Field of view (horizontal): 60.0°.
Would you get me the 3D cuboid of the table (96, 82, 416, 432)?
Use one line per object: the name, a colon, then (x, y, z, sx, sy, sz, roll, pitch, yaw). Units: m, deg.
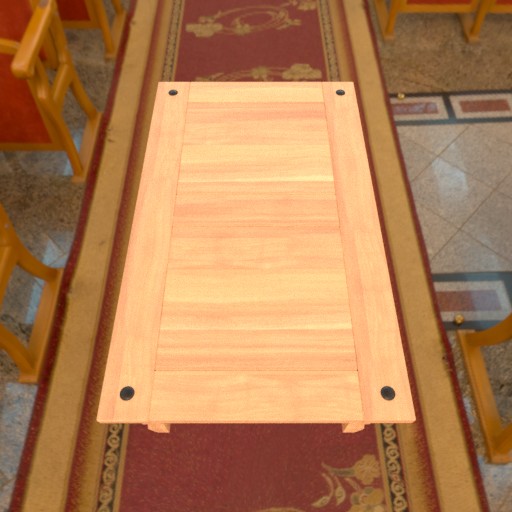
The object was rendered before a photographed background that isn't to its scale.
table: (0.000, 0.000, 1.278, 0.600, 0.437, 1.000, 0, 58, 0)
